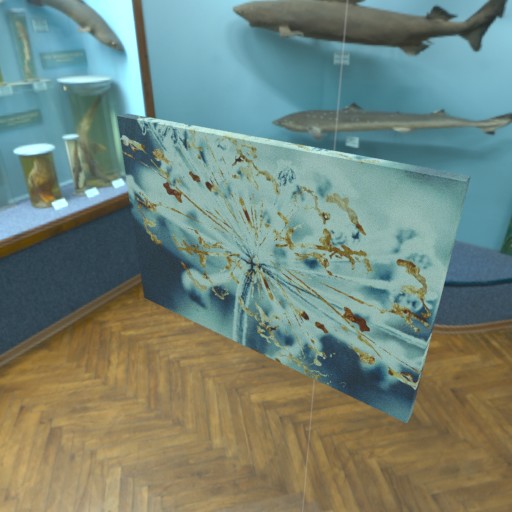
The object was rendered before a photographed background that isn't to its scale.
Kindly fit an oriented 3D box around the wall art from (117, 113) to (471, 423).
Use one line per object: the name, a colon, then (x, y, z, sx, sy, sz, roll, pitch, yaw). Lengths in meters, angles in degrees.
wall art: (0.000, 0.000, 1.156, 0.912, 0.608, 0.038, 19, 35, 30)
